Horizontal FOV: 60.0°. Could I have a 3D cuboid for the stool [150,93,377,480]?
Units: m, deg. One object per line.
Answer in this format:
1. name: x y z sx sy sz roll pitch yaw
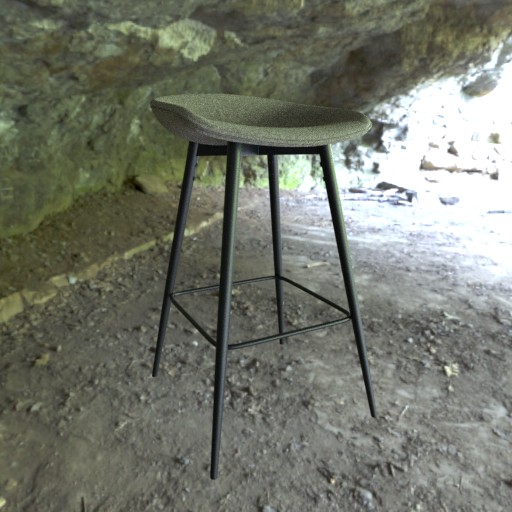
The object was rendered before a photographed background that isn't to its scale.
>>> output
1. stool: 0.000 0.000 1.143 0.469 0.814 0.480 -8 18 -27
